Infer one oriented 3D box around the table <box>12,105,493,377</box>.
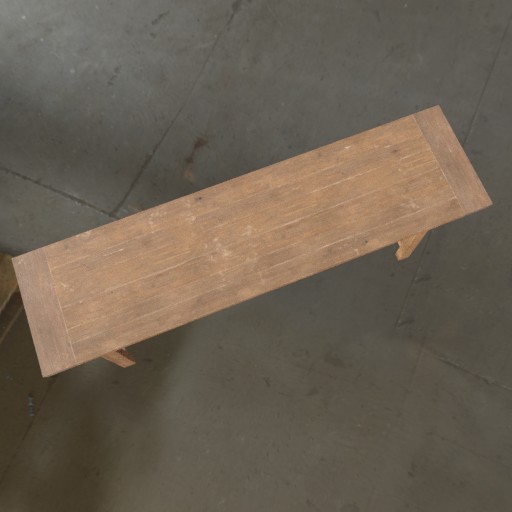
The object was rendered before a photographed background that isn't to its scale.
[{"bbox_3d":[0.000,0.000,2.093,1.800,0.810,0.465,-21,77,-5],"label":"table"}]
